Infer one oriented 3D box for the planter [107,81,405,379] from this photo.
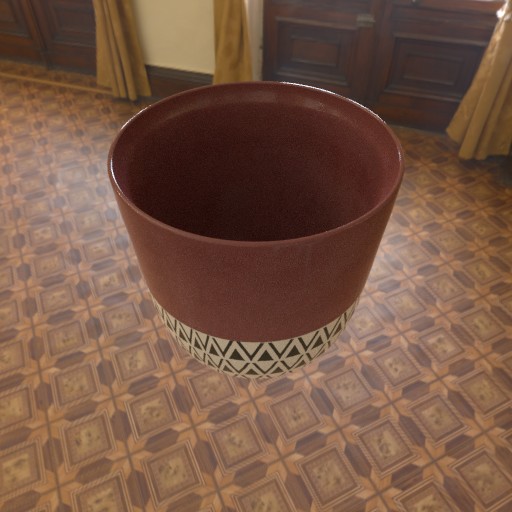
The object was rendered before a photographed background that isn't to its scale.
[{"bbox_3d":[0.000,0.000,0.373,0.195,0.214,0.195,0,46,0],"label":"planter"}]
